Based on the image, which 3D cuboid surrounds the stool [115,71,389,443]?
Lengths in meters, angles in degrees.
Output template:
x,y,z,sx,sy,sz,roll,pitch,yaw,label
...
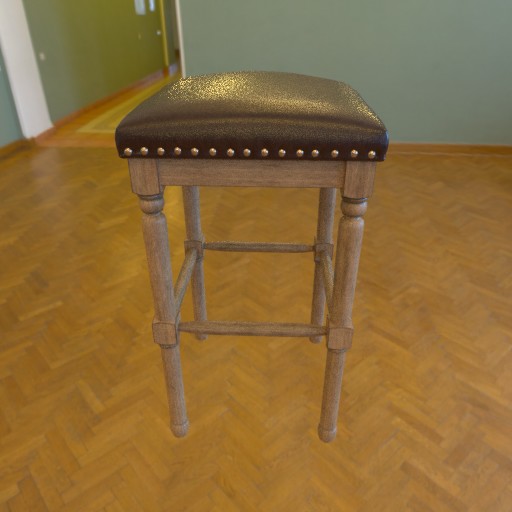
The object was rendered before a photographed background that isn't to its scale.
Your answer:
x,y,z,sx,sy,sz,roll,pitch,yaw,label
0.000,0.000,0.916,0.383,0.702,0.382,1,30,2,stool
